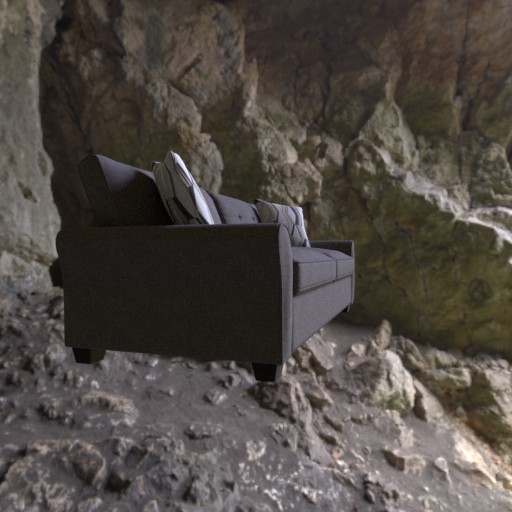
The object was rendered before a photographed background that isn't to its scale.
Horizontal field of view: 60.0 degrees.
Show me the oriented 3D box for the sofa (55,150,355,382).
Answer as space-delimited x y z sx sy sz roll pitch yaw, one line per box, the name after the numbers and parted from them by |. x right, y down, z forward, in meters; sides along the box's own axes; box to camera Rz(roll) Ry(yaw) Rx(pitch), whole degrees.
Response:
0.000 0.000 2.460 0.889 0.813 2.032 0 0 19 | sofa
